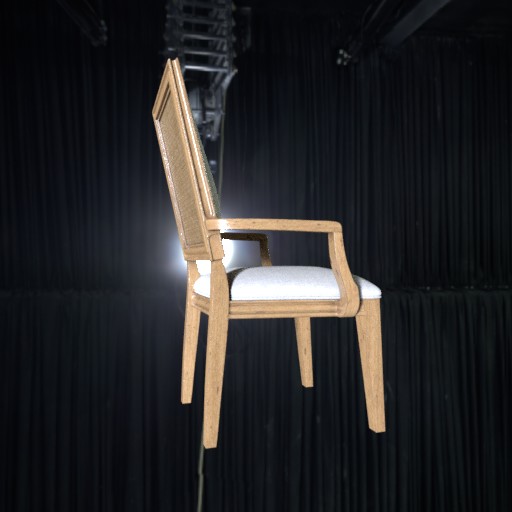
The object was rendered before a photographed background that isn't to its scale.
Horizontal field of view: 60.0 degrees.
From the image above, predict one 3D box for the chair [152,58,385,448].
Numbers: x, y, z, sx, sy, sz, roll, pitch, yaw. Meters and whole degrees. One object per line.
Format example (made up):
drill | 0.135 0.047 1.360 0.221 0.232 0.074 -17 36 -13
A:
chair | 0.000 0.000 1.393 0.602 0.990 0.606 0 0 -18
